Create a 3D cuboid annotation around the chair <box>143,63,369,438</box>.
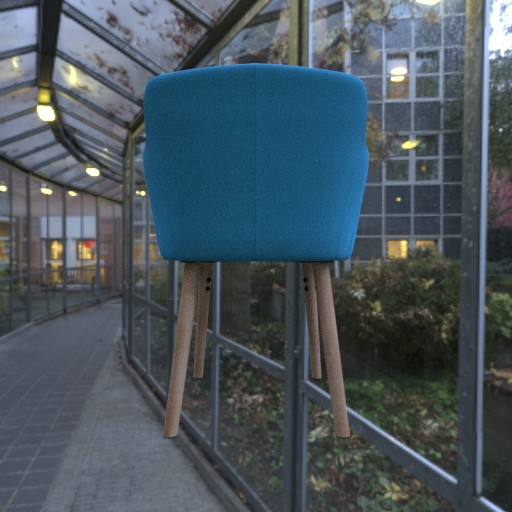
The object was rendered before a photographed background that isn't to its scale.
[{"bbox_3d":[0.000,0.000,1.147,0.570,0.780,0.540,0,1,0],"label":"chair"}]
